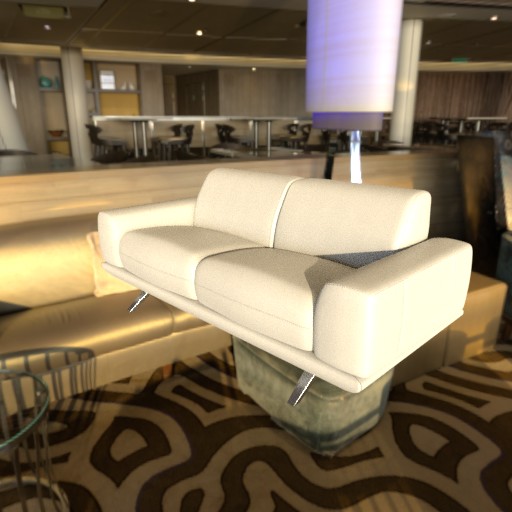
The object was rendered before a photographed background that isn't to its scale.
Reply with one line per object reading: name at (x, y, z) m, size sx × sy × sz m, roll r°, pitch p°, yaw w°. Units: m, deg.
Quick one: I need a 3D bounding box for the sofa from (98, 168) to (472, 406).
sofa at (0.000, 0.000, 2.364) m, size 0.900 × 0.772 × 1.901 m, roll -16°, pitch 24°, yaw -42°
